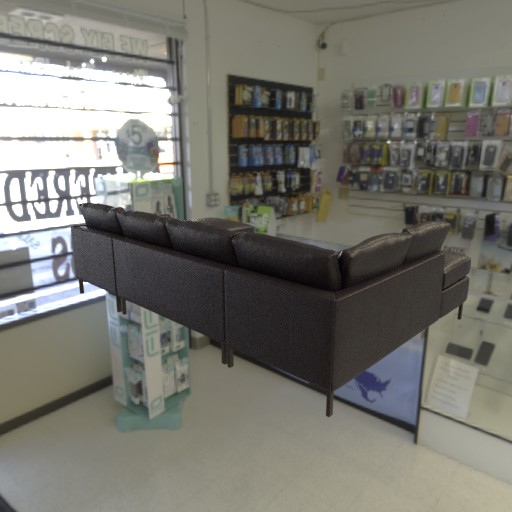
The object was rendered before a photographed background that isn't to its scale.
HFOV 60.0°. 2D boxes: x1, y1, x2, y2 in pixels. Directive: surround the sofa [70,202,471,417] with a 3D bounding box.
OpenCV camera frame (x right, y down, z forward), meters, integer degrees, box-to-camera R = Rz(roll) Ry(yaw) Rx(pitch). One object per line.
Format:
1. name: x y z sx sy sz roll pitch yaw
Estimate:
1. sofa: 0.000 0.000 3.856 2.956 0.900 1.939 13 20 42
